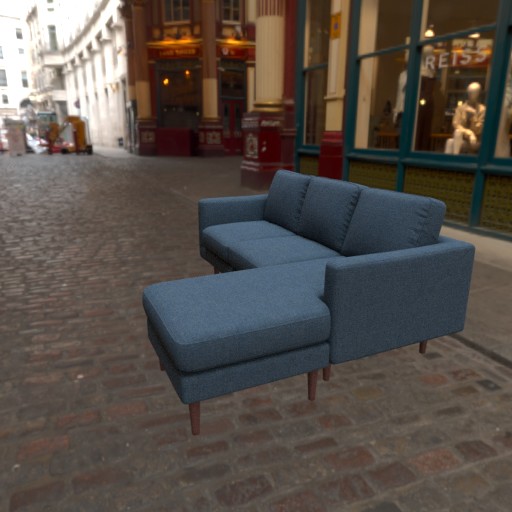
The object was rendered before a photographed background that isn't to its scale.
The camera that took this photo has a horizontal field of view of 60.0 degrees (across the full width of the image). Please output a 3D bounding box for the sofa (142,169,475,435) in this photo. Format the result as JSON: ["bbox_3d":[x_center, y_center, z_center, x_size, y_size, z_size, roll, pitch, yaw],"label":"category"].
[{"bbox_3d":[0.000,0.000,2.986,1.667,0.957,2.055,-8,18,-24],"label":"sofa"}]
